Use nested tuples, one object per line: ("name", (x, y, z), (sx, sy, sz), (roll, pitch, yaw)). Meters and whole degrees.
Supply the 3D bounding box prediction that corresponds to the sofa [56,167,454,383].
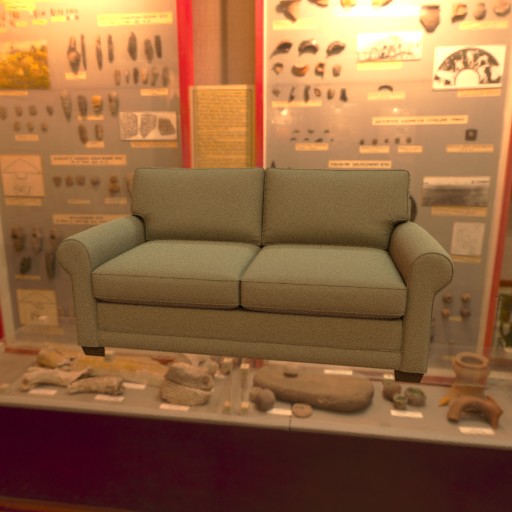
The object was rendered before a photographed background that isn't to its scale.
("sofa", (0.000, 0.000, 2.482), (1.930, 0.952, 0.940), (2, 14, 9))
